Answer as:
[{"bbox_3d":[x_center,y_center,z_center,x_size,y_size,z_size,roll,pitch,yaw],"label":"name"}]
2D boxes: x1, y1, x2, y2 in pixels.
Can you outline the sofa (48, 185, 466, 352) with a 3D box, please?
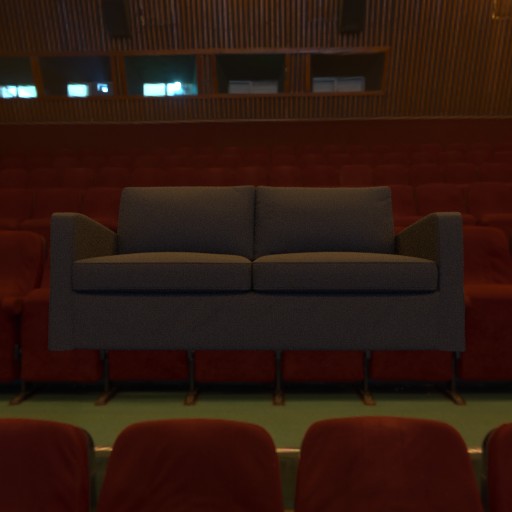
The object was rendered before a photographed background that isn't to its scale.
[{"bbox_3d":[0.000,0.000,2.359,1.852,0.839,0.898,0,0,1],"label":"sofa"}]
